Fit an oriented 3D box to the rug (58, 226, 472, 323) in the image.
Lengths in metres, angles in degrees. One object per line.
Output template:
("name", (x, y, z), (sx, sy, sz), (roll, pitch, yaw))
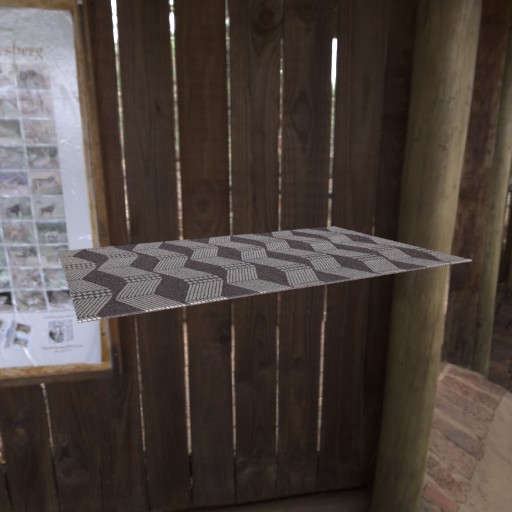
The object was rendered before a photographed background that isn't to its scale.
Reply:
("rug", (0.000, 0.000, 3.057), (2.435, 0.011, 1.517), (-7, 15, -26))
